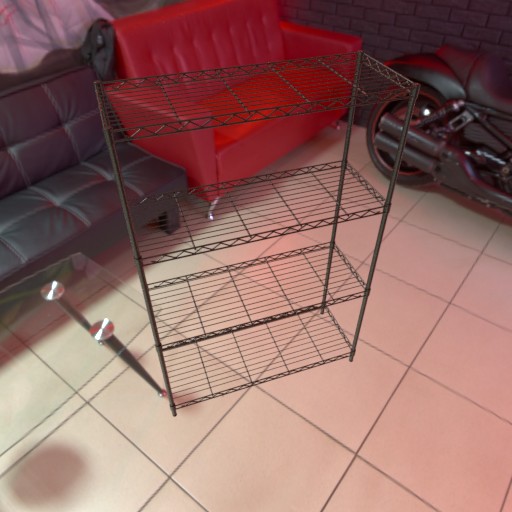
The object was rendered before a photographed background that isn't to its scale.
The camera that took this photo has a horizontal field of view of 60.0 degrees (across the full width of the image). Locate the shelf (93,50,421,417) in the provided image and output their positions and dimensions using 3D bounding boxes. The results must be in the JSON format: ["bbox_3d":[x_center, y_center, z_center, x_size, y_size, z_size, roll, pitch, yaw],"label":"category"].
[{"bbox_3d":[0.000,0.000,1.755,0.907,1.361,0.352,-13,43,-14],"label":"shelf"}]
